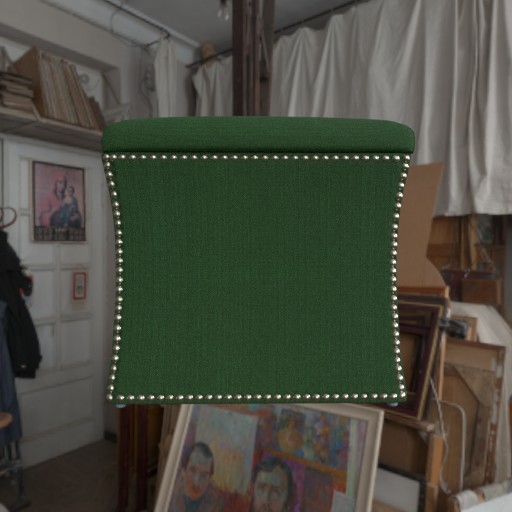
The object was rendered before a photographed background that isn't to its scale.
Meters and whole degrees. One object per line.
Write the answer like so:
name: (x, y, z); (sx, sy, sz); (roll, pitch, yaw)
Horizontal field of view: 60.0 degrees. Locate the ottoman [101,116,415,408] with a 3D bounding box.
ottoman: (0.000, 0.000, 0.921); (0.507, 0.475, 0.497); (0, 0, -1)
